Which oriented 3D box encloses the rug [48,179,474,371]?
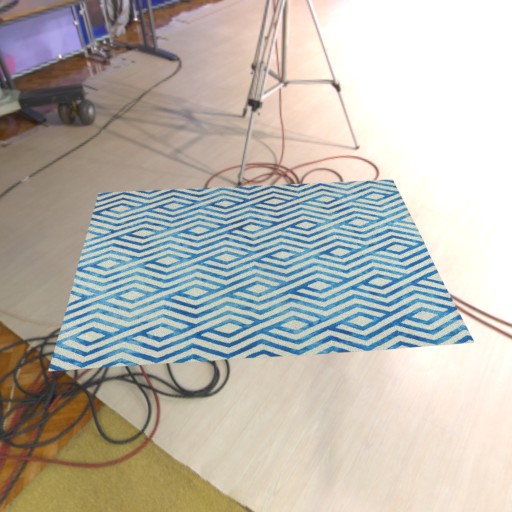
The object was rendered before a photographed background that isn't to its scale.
[{"bbox_3d":[0.000,0.000,2.322,1.830,0.008,1.225,-3,45,-3],"label":"rug"}]
